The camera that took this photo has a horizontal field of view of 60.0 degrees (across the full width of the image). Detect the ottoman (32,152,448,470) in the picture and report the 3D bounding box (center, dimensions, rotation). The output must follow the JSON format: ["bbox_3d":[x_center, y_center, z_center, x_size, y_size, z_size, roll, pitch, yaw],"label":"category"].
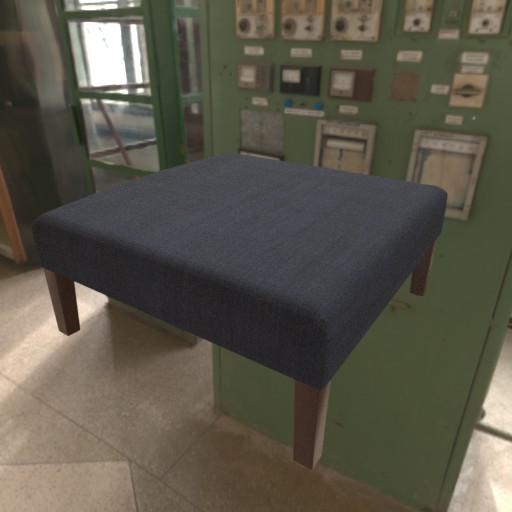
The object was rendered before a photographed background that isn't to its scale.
[{"bbox_3d":[0.000,0.000,1.371,0.889,0.411,0.890,17,31,30],"label":"ottoman"}]
